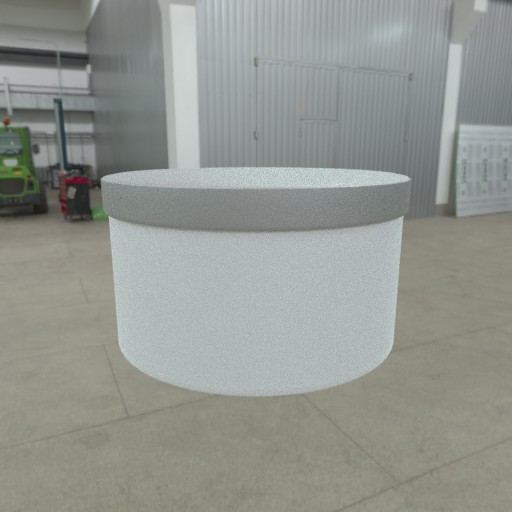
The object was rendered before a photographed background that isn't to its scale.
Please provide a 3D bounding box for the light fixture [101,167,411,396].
[{"bbox_3d":[0.000,0.000,0.619,0.393,0.229,0.393,0,14,0],"label":"light fixture"}]
